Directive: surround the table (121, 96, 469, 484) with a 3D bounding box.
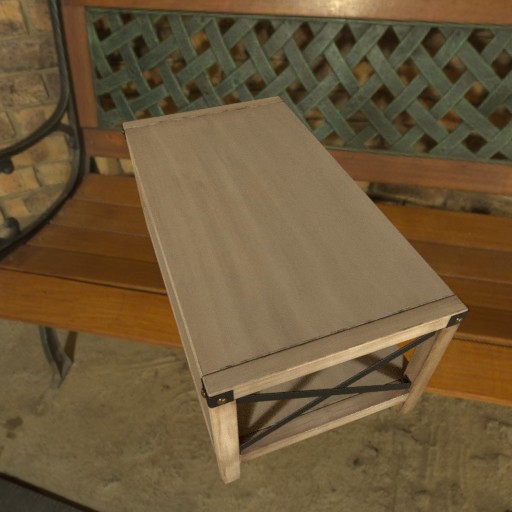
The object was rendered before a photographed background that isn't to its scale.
[{"bbox_3d":[0.000,0.000,1.311,0.559,0.456,1.016,-15,47,-14],"label":"table"}]
